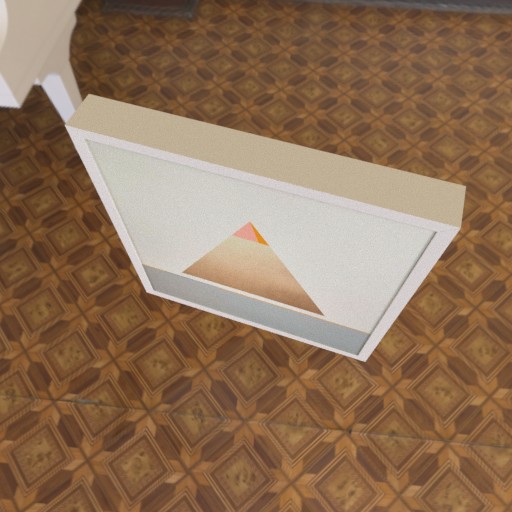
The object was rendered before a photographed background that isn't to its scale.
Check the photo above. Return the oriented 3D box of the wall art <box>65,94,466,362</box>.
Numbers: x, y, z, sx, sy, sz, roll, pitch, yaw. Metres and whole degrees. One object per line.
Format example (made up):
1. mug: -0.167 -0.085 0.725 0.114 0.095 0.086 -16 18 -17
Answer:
1. wall art: 0.000 0.000 0.465 0.305 0.304 0.038 16 61 9
